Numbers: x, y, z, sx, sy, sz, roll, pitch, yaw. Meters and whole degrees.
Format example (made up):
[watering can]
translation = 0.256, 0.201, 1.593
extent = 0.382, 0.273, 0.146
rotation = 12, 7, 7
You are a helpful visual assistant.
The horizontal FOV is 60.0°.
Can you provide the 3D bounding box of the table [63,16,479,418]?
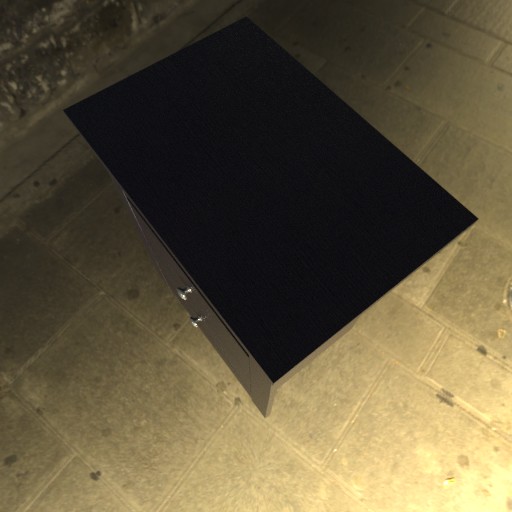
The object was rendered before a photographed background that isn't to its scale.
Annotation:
[table]
translation = 0.000, 0.000, 1.046
extent = 0.408, 0.711, 0.589
rotation = -35, 69, -15
